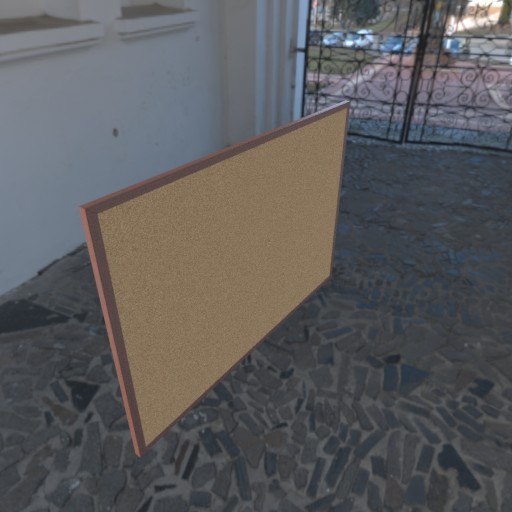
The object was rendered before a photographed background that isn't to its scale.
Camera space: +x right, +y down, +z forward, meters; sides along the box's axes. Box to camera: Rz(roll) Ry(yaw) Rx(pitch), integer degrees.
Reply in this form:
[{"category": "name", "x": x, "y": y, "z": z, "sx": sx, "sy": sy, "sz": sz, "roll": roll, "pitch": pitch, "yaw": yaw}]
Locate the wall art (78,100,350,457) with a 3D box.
[{"category": "wall art", "x": 0.000, "y": 0.000, "z": 0.845, "sx": 0.014, "sy": 0.455, "sz": 0.660, "roll": 21, "pitch": 38, "yaw": 31}]
